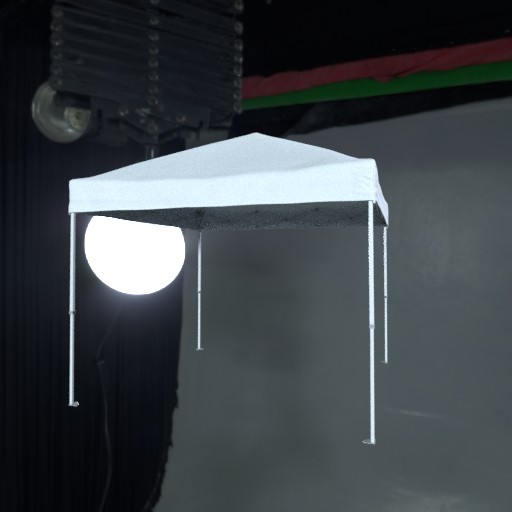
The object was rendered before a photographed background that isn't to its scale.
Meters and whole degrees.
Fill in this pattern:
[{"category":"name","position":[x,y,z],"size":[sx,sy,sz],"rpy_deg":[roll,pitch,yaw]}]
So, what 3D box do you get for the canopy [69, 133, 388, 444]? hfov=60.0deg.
[{"category":"canopy","position":[0.000,0.000,5.377],"size":[2.996,2.997,2.998],"rpy_deg":[0,0,18]}]
